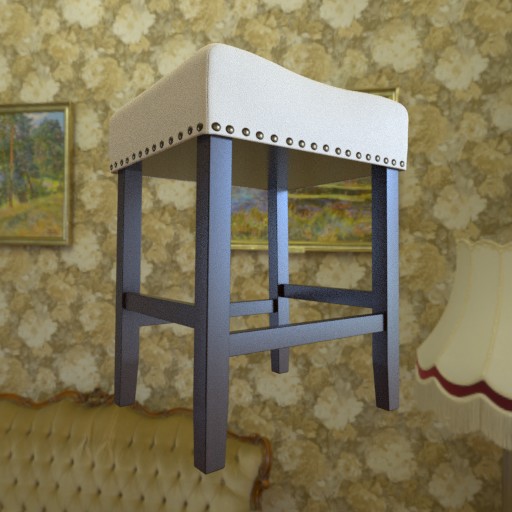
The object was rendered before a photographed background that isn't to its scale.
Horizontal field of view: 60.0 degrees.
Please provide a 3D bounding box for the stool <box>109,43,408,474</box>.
[{"bbox_3d":[0.000,0.000,0.898,0.471,0.609,0.401,0,0,-37],"label":"stool"}]
